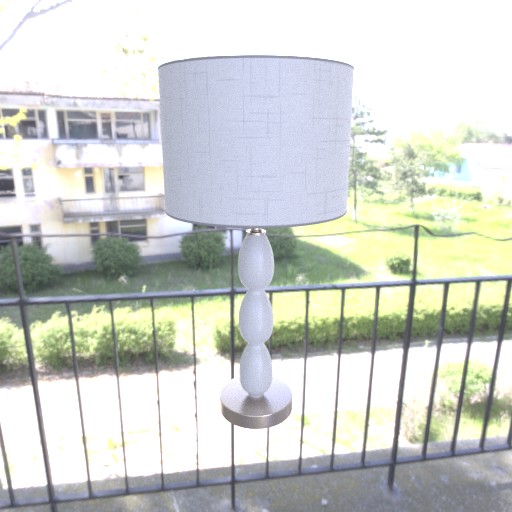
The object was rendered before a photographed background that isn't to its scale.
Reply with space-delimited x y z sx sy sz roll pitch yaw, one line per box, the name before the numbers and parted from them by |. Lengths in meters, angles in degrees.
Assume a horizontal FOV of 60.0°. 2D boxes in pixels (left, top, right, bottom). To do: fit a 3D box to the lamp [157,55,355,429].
lamp | 0.000 0.000 0.718 0.280 0.559 0.282 -3 16 -9
